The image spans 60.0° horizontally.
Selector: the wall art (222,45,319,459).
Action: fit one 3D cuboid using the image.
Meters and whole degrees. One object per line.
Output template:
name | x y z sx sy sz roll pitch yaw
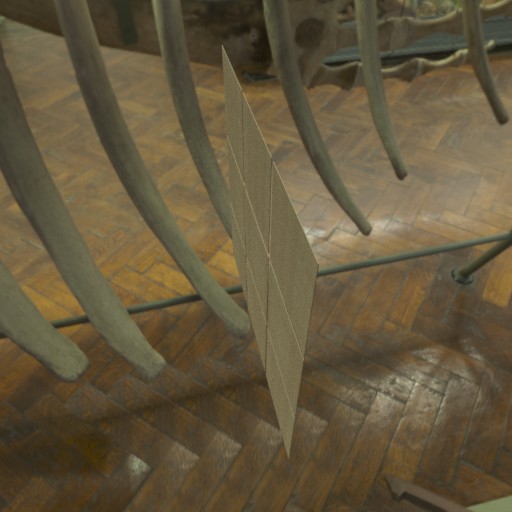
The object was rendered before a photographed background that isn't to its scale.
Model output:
wall art | 0.000 0.000 2.255 0.002 1.505 1.517 -9 47 -9
